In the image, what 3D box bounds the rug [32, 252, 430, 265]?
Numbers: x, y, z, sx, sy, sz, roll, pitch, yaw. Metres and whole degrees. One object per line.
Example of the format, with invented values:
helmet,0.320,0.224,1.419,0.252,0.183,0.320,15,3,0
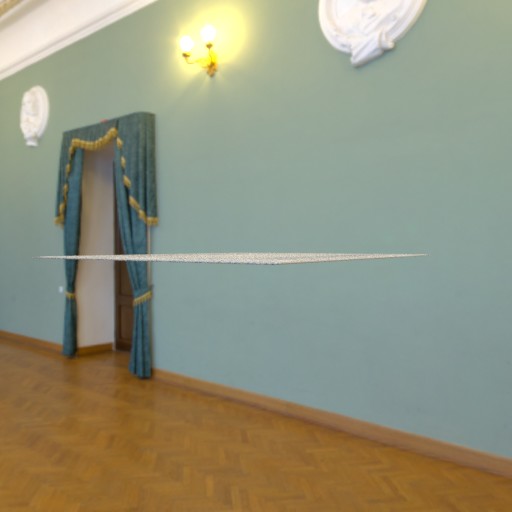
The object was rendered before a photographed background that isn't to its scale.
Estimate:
rug,0.000,0.000,4.032,2.312,0.013,2.940,1,2,36
